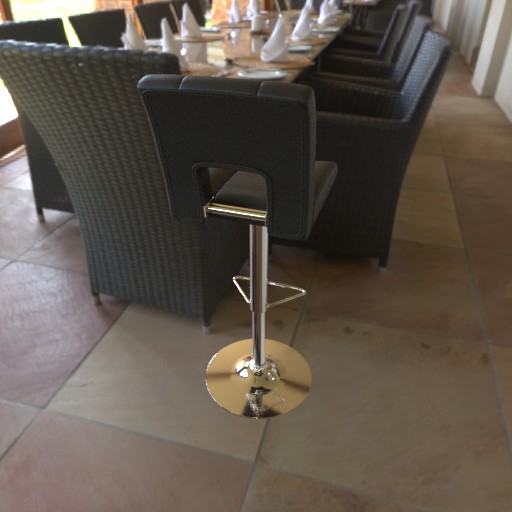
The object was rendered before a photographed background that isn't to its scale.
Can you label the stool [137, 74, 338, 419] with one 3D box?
[{"bbox_3d":[0.000,0.000,1.413,0.415,1.151,0.520,10,34,16],"label":"stool"}]
